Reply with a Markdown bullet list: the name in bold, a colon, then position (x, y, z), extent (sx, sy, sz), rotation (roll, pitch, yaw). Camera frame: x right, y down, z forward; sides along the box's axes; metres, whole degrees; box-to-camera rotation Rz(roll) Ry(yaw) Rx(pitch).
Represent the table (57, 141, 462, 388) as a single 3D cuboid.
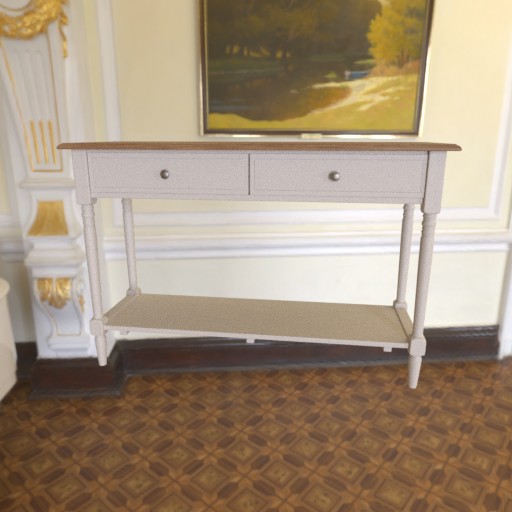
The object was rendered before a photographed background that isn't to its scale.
- **table**: position (0.000, 0.000, 1.613), extent (1.219, 0.800, 0.399), rotation (2, 15, 8)
